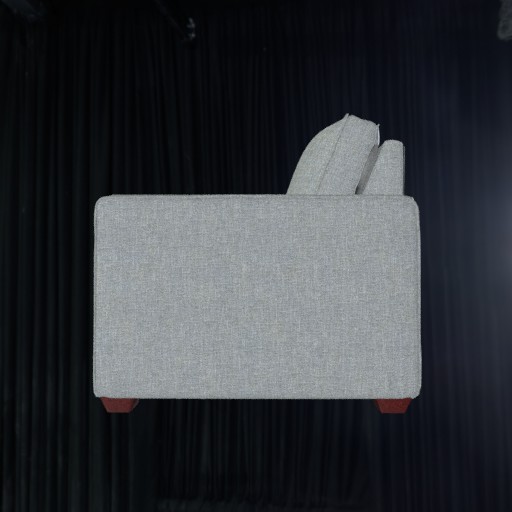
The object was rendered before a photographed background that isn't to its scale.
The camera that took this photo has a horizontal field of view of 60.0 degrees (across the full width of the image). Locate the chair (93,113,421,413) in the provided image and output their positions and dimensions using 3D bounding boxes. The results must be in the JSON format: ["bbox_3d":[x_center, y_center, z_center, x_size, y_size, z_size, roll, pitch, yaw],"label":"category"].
[{"bbox_3d":[0.000,0.000,1.722,0.940,0.914,1.016,0,-1,0],"label":"chair"}]
